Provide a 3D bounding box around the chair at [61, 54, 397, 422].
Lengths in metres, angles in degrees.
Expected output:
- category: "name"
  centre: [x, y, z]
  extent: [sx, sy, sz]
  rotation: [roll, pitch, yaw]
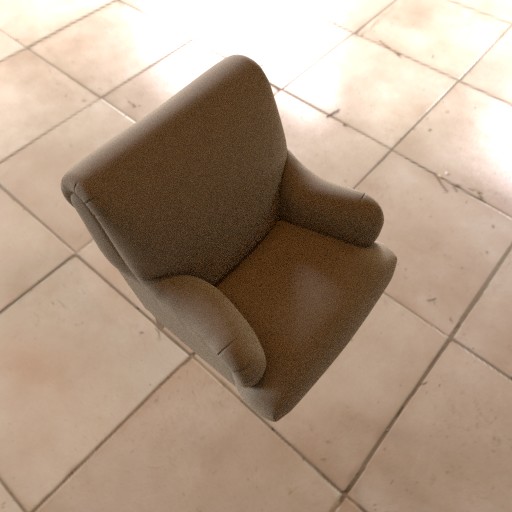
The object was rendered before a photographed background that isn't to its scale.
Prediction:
- category: "chair"
  centre: [0.000, 0.000, 1.566]
  extent: [0.842, 0.942, 0.766]
  rotation: [35, 65, 20]
